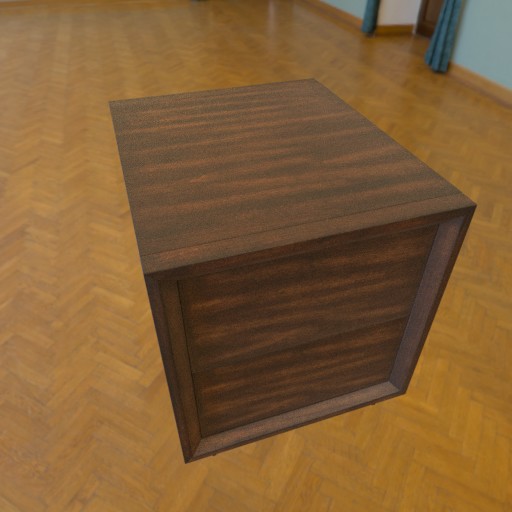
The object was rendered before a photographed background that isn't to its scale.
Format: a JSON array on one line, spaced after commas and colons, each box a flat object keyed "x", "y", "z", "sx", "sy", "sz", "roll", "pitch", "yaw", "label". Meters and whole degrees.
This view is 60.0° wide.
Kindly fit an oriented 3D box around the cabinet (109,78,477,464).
[{"x": 0.000, "y": 0.000, "z": 0.817, "sx": 0.402, "sy": 0.455, "sz": 0.500, "roll": -12, "pitch": 41, "yaw": -14, "label": "cabinet"}]
